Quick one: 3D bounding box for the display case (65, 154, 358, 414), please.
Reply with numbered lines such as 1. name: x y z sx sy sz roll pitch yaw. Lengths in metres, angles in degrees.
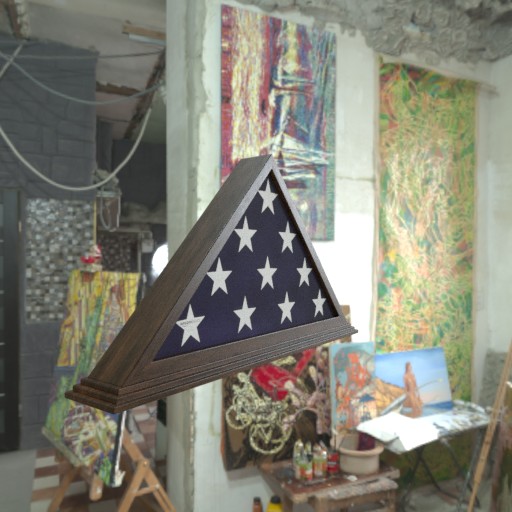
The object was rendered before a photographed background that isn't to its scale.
1. display case: 0.000 0.000 0.758 0.095 0.340 0.640 0 0 36
